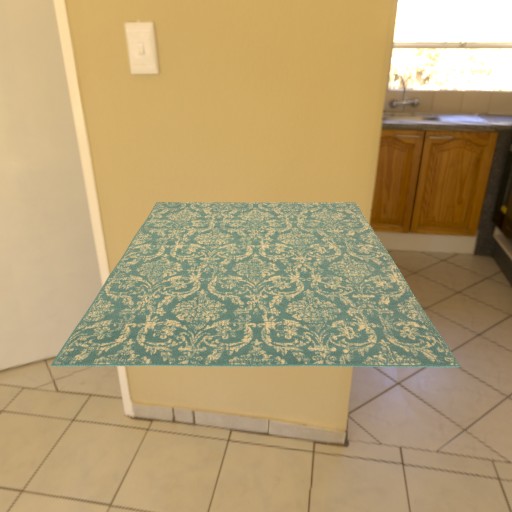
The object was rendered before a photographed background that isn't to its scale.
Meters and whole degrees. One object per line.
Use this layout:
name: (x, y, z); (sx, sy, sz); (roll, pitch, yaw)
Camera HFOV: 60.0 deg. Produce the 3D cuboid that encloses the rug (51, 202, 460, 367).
rug: (0.000, 0.000, 3.899); (2.363, 0.012, 2.980); (0, 25, 0)
